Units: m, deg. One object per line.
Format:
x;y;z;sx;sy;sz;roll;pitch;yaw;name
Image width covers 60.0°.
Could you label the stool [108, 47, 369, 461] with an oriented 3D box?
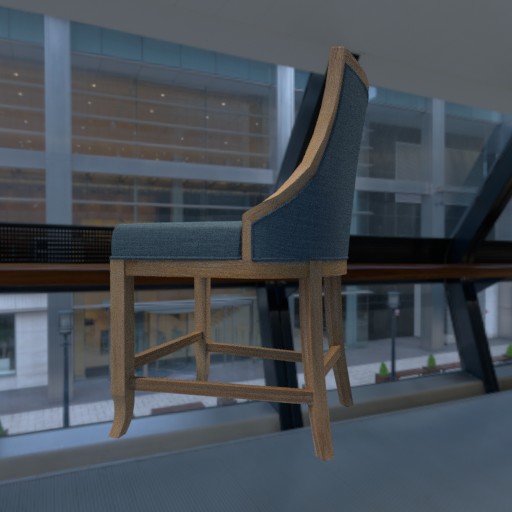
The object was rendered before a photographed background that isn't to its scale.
0.000;0.000;1.279;0.626;0.938;0.524;0;1;20;stool
